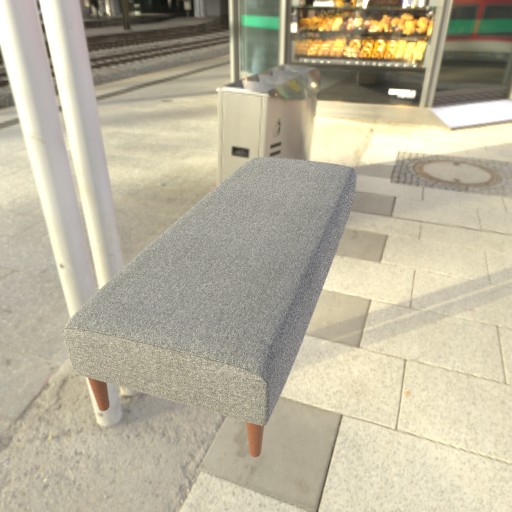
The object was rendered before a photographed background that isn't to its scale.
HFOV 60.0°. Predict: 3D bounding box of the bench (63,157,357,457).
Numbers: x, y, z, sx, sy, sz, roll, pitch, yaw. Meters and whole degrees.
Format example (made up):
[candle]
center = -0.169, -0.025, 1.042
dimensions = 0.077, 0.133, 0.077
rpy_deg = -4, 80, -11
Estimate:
[bench]
center = 0.000, 0.000, 1.855
dimensions = 0.631, 0.384, 1.598
rpy_deg = 10, 31, 16
